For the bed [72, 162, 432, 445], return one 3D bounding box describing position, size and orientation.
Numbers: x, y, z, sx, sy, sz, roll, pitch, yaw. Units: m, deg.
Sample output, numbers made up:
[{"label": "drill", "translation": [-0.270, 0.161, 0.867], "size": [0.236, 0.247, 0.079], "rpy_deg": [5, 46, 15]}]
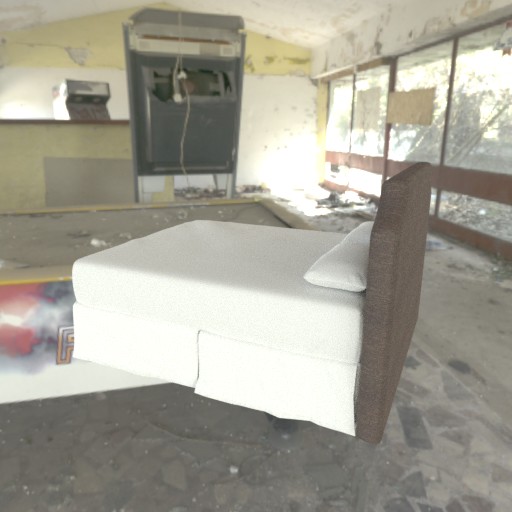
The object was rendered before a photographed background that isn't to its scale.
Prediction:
[{"label": "bed", "translation": [0.000, 0.000, 3.132], "size": [2.116, 1.290, 1.693], "rpy_deg": [7, 18, 24]}]
